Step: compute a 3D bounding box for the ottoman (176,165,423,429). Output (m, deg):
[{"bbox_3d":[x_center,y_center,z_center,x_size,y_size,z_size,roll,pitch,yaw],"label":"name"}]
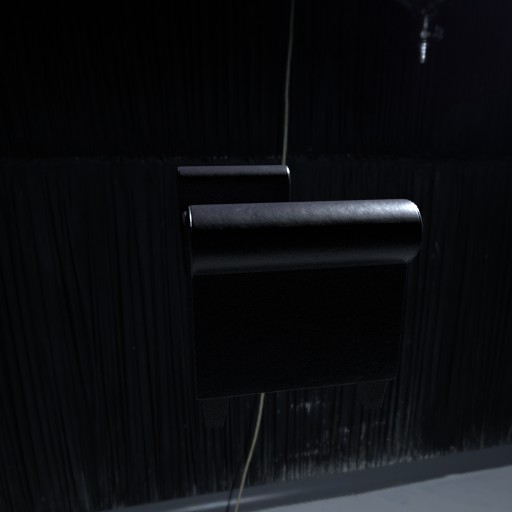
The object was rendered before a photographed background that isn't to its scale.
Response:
[{"bbox_3d":[0.000,0.000,1.568,0.521,0.547,1.256,-3,16,-10],"label":"ottoman"}]
